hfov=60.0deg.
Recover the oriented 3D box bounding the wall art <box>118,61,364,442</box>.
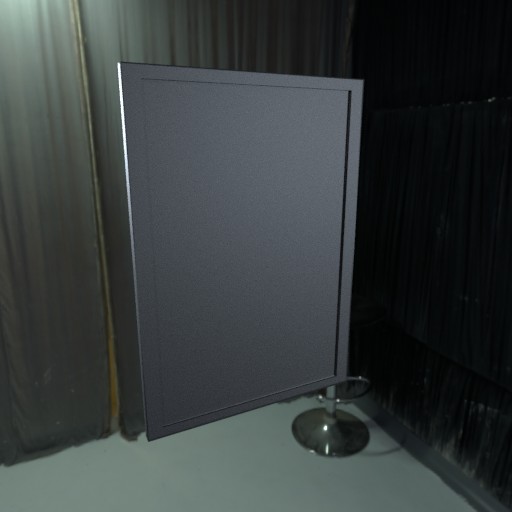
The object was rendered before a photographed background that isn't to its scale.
[{"bbox_3d":[0.000,0.000,0.559,0.303,0.431,0.013,-8,17,-26],"label":"wall art"}]
